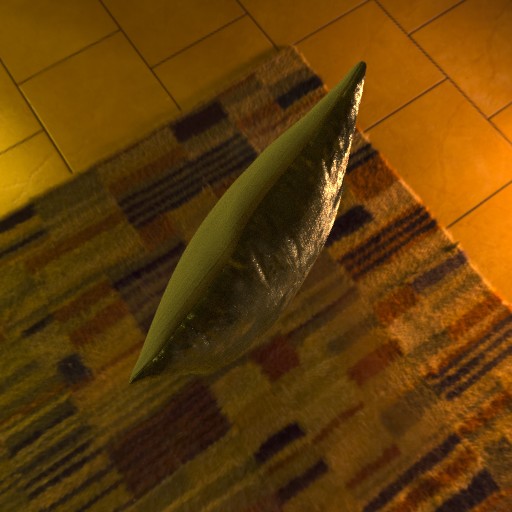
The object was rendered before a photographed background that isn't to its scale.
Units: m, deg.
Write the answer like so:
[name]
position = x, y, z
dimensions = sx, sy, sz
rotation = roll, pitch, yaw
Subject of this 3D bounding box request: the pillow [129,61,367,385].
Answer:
[pillow]
position = 0.000, 0.000, 0.718
dimensions = 0.175, 0.464, 0.470
rotation = 34, 77, 9
